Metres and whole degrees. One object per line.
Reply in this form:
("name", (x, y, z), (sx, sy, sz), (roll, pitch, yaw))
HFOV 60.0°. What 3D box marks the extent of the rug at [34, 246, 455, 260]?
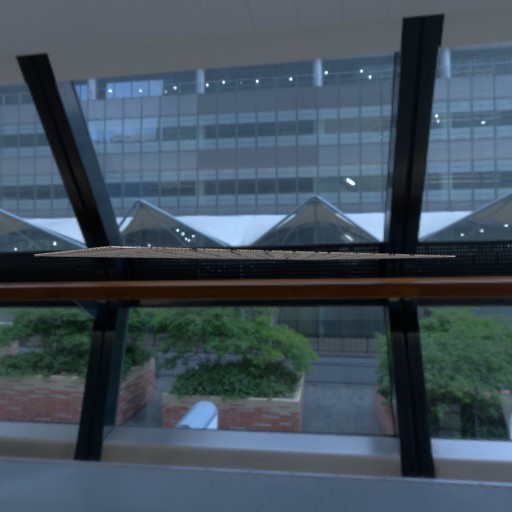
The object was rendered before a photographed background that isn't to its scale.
("rug", (0.000, 0.000, 2.436), (2.006, 0.008, 1.196), (1, -2, -37))
